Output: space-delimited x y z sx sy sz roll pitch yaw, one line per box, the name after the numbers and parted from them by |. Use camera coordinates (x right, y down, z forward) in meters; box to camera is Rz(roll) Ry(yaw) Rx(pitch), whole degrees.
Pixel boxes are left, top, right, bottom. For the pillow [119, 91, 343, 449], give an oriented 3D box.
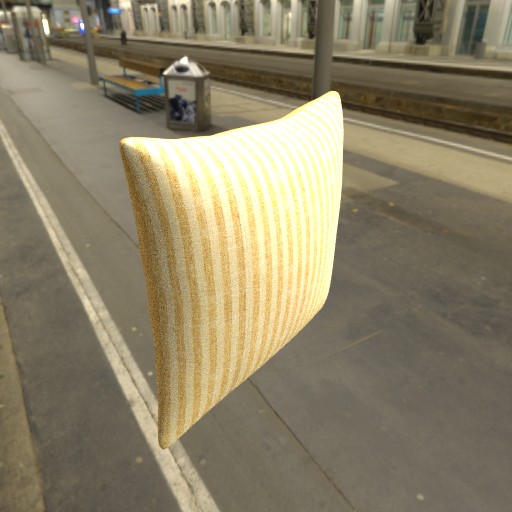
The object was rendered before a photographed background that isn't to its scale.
0.000 0.000 0.639 0.173 0.407 0.419 19 33 32 | pillow
